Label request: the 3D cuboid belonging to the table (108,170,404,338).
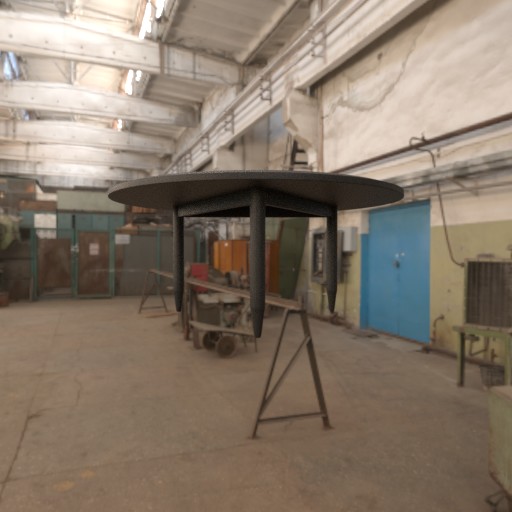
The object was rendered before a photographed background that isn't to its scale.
[{"bbox_3d":[0.000,0.000,1.422,0.900,0.400,0.900,0,1,0],"label":"table"}]
